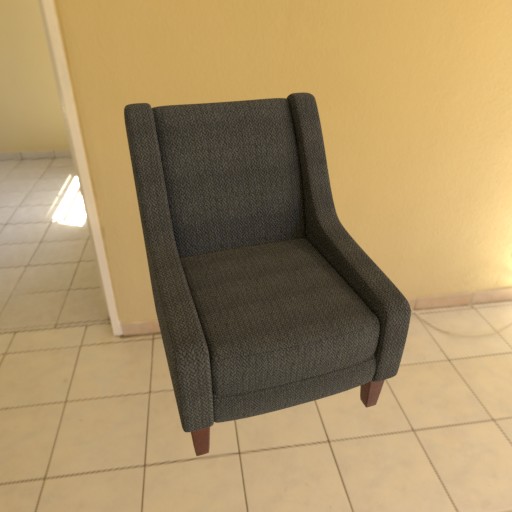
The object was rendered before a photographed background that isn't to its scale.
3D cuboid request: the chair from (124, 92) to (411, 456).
[{"bbox_3d":[0.000,0.000,1.704,0.793,1.012,0.944,-10,32,-16],"label":"chair"}]
